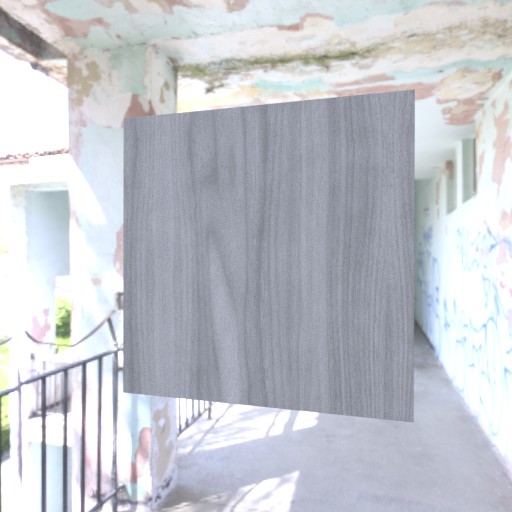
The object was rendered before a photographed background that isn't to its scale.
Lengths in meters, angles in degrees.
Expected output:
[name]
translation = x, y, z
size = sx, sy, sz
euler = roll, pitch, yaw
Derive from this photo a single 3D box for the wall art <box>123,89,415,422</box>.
[wall art]
translation = 0.000, 0.000, 0.755
size = 0.508, 0.507, 0.016
euler = 0, 0, 16
